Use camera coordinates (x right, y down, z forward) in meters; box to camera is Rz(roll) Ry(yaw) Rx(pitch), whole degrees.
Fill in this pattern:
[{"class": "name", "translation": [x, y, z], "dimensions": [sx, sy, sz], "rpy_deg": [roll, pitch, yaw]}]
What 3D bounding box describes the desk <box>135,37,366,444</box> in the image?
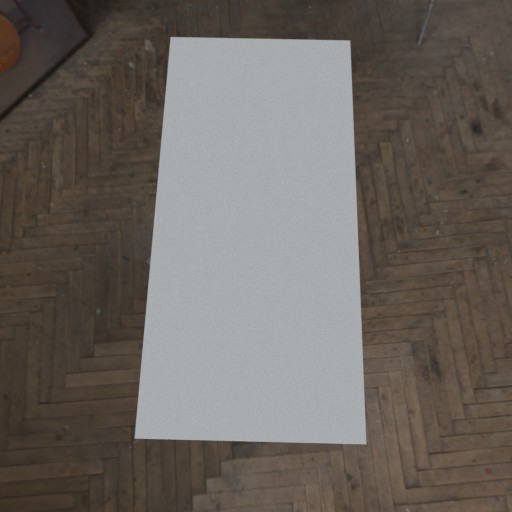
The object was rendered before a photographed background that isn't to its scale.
[{"class": "desk", "translation": [0.000, 0.000, 1.376], "dimensions": [0.491, 0.723, 0.979], "rpy_deg": [1, 75, 0]}]
